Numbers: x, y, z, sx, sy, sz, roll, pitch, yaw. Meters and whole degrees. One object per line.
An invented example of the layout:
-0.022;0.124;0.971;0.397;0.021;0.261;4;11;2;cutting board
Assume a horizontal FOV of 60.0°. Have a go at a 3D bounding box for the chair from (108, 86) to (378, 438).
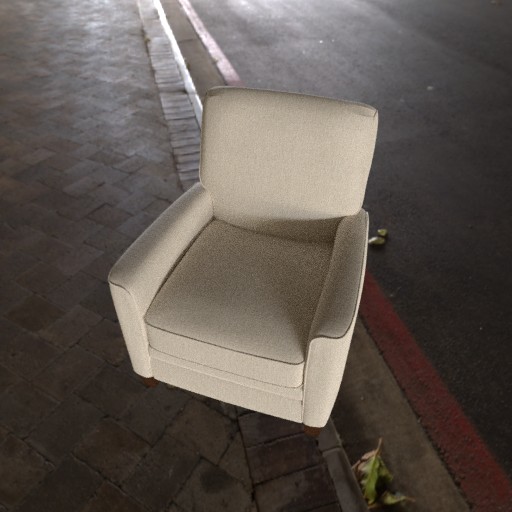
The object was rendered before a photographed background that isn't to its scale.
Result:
0.000;0.000;1.730;0.841;1.028;0.858;12;42;14;chair
